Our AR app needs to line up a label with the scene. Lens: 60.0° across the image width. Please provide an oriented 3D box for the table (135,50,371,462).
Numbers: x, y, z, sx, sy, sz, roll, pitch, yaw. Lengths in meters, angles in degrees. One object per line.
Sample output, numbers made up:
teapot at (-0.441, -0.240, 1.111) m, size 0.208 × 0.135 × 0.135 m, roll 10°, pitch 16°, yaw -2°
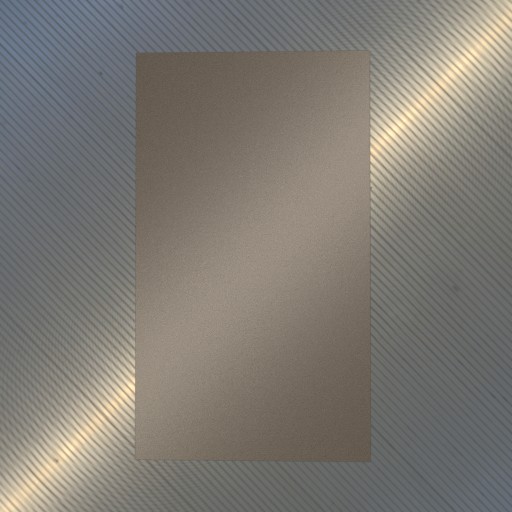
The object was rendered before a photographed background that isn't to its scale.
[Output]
table at (0.000, 0.000, 1.500) m, size 0.703 × 0.404 × 1.201 m, roll 0°, pitch 89°, yaw 1°
